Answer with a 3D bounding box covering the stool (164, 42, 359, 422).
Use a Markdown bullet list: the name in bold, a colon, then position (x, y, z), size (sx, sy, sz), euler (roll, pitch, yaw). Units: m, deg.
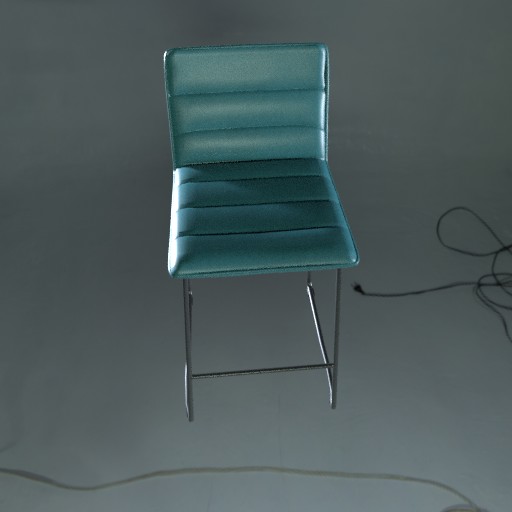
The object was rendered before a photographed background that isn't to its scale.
- **stool**: position (0.000, 0.000, 1.210), size (0.489, 0.936, 0.524), euler (-4, 47, -4)
